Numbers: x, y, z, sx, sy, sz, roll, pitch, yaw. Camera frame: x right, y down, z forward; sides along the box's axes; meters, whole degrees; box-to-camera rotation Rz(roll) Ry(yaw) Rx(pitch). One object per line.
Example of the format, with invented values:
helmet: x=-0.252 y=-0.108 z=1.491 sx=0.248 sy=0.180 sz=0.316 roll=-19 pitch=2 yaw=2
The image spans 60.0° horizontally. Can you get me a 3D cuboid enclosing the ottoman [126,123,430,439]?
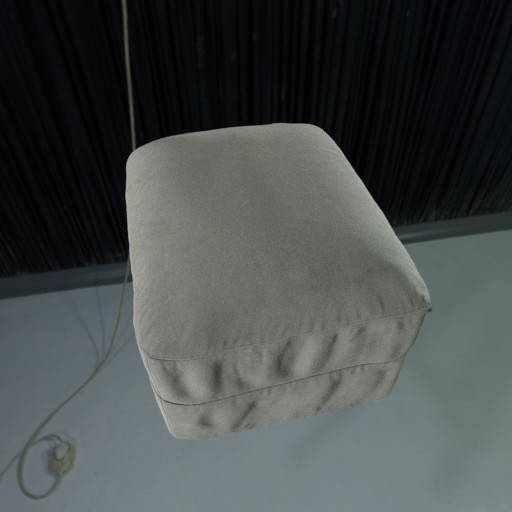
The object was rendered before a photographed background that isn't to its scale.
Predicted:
ottoman: x=0.000 y=0.000 z=1.118 sx=0.584 sy=0.480 sz=0.712 roll=-10 pitch=47 yaw=-9
